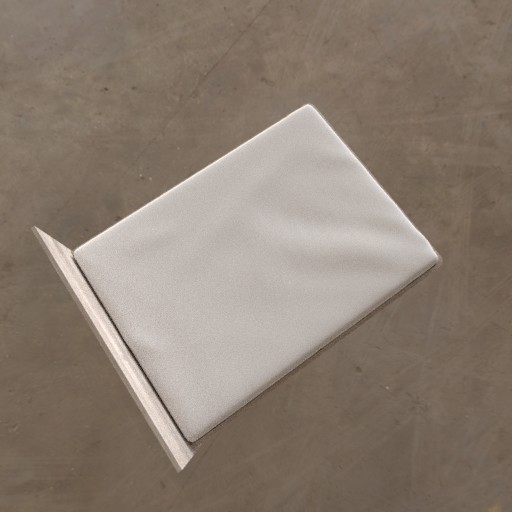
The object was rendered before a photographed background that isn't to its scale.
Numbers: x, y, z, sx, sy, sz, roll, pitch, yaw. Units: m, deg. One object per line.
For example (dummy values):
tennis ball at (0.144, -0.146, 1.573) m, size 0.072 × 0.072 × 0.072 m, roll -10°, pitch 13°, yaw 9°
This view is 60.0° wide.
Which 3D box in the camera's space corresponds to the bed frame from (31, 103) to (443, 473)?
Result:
bed frame at (0.000, 0.000, 2.786) m, size 1.950 × 0.800 × 1.490 m, roll -34°, pitch 78°, yaw -9°
